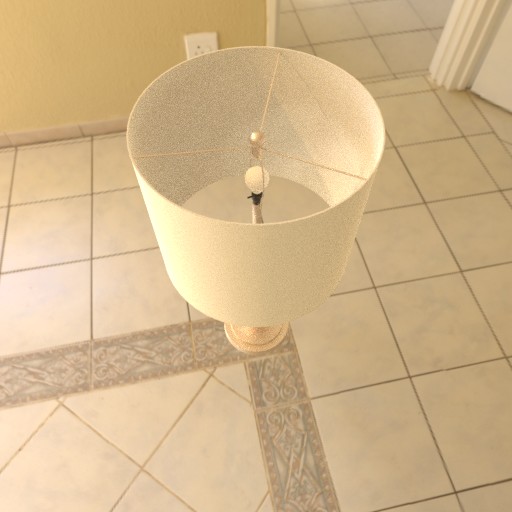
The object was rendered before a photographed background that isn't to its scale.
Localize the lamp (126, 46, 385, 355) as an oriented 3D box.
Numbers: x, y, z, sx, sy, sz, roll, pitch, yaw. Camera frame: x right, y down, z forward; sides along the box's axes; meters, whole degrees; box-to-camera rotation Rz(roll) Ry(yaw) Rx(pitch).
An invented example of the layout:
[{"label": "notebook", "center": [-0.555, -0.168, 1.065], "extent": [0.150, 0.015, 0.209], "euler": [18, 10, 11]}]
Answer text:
[{"label": "lamp", "center": [0.000, 0.000, 0.702], "extent": [0.277, 0.538, 0.277], "euler": [-18, 59, -11]}]
